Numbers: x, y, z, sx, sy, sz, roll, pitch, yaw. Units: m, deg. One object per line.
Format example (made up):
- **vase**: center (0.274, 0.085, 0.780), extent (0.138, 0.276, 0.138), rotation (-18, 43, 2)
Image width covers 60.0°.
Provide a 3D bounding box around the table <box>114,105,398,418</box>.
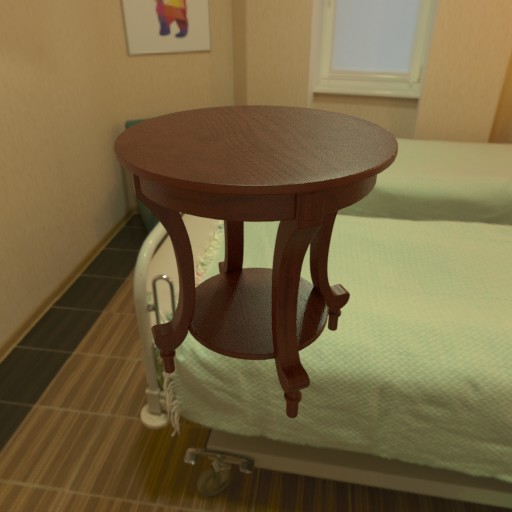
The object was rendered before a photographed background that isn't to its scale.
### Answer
- **table**: center (0.000, 0.000, 1.118), extent (0.597, 0.612, 0.597), rotation (0, 31, 0)
